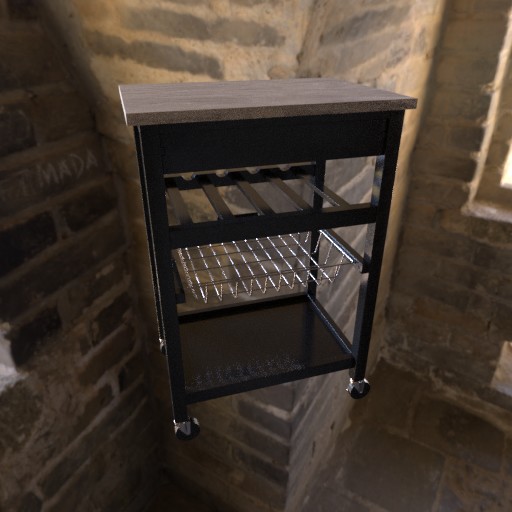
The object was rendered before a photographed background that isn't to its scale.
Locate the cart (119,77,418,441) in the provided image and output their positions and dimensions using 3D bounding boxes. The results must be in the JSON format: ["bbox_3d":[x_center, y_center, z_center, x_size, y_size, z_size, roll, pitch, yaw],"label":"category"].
[{"bbox_3d":[0.000,0.000,1.191,0.584,0.839,0.403,-8,29,-15],"label":"cart"}]
